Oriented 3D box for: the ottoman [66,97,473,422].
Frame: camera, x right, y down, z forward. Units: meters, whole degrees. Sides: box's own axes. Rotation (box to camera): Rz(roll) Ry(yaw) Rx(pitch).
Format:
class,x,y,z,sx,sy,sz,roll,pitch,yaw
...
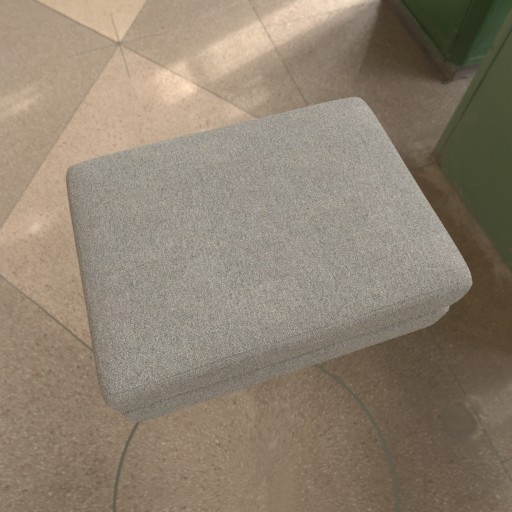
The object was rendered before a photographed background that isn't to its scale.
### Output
class,x,y,z,sx,sy,sz,roll,pitch,yaw
ottoman,0.000,0.000,1.178,0.821,0.441,0.611,-16,64,-8
